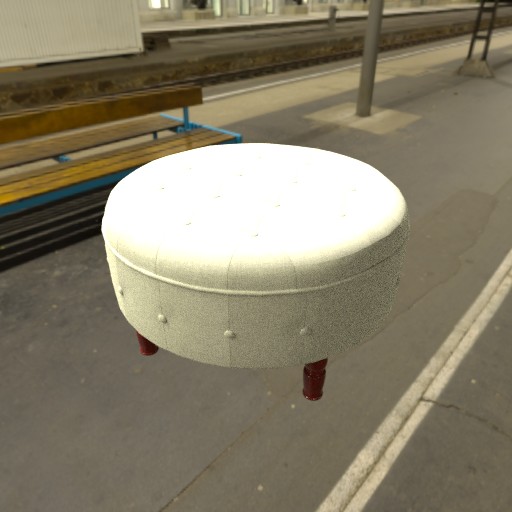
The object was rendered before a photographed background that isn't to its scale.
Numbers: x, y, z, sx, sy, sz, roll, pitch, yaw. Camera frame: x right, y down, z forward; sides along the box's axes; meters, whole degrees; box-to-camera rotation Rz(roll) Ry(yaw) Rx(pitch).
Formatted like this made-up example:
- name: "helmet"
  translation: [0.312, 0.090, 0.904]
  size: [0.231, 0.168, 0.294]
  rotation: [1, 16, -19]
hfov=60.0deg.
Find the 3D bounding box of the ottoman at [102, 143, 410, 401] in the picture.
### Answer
- name: "ottoman"
  translation: [0.000, 0.000, 1.357]
  size: [0.850, 0.483, 0.850]
  rotation: [0, 31, 0]
